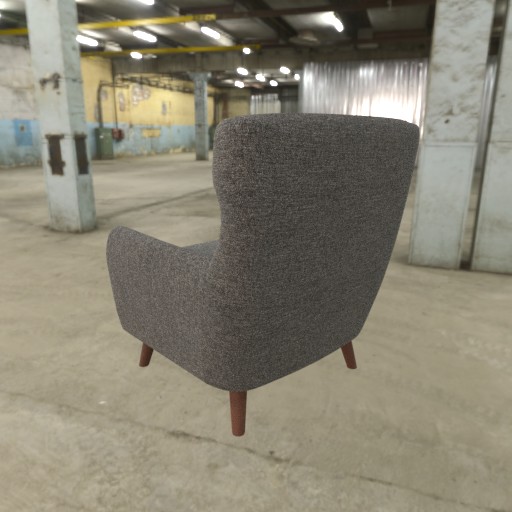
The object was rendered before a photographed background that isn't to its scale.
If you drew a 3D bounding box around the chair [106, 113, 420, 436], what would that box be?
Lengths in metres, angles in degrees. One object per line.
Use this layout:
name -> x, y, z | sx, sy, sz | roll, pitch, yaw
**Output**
chair -> 0.000, 0.000, 1.762 | 0.889, 1.039, 0.940 | -14, 20, -41
